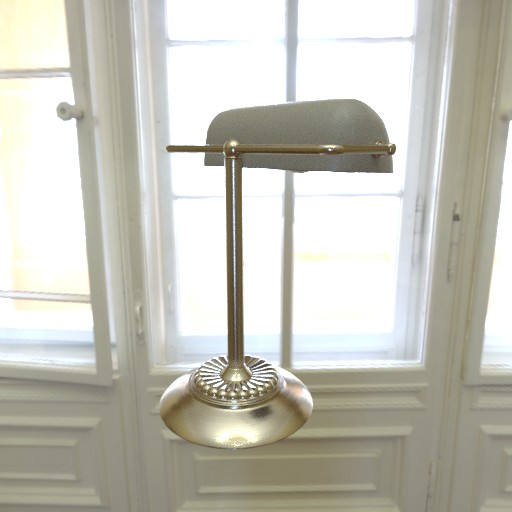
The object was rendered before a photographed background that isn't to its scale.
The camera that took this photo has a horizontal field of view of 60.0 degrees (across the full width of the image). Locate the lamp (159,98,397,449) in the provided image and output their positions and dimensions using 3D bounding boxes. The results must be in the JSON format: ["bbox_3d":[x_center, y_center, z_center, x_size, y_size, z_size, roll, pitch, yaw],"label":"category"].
[{"bbox_3d":[0.000,0.000,0.505,0.243,0.339,0.264,-13,19,-42],"label":"lamp"}]
